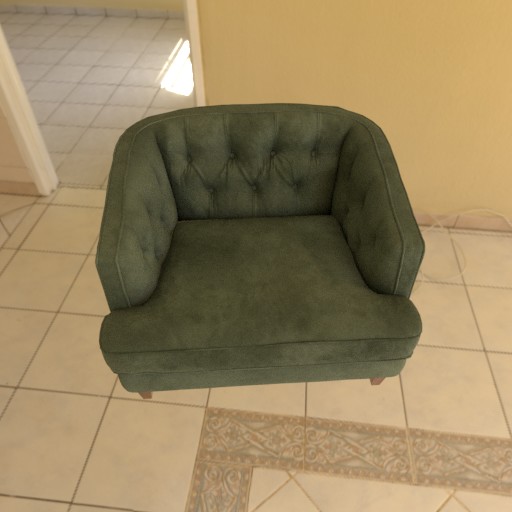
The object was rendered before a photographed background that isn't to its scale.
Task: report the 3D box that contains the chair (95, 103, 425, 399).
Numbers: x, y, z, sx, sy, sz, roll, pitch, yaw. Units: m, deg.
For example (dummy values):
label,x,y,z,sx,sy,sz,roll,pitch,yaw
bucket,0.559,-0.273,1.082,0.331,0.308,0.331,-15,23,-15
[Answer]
label,x,y,z,sx,sy,sz,roll,pitch,yaw
chair,0.000,0.000,1.791,1.104,0.852,0.941,-3,45,-3
